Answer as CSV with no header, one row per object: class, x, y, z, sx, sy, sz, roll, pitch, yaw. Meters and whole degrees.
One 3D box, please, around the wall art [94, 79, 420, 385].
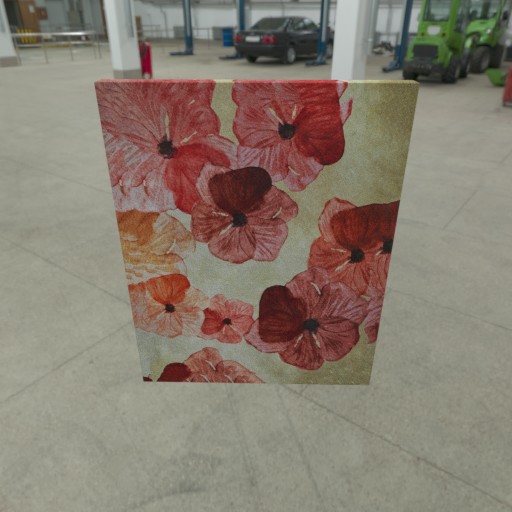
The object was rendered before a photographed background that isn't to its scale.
wall art,0.000,0.000,0.686,0.406,0.508,0.028,1,29,1
